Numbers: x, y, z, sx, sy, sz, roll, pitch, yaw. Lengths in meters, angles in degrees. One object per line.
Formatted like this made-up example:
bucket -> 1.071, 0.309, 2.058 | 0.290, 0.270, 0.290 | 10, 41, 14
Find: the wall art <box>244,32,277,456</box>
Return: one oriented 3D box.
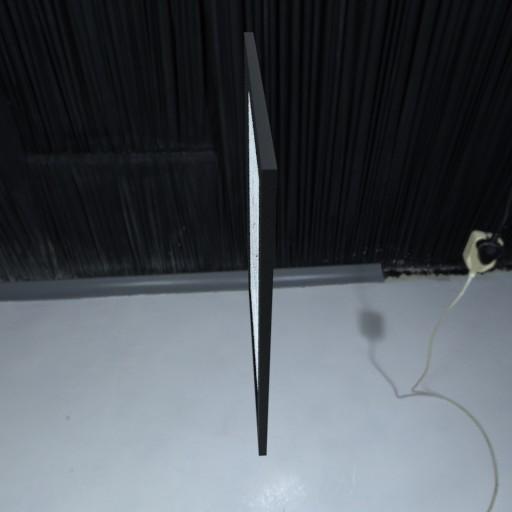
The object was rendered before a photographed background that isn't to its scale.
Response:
wall art -> 0.000, 0.000, 0.586 | 0.011, 0.459, 0.326 | -2, 42, -2
